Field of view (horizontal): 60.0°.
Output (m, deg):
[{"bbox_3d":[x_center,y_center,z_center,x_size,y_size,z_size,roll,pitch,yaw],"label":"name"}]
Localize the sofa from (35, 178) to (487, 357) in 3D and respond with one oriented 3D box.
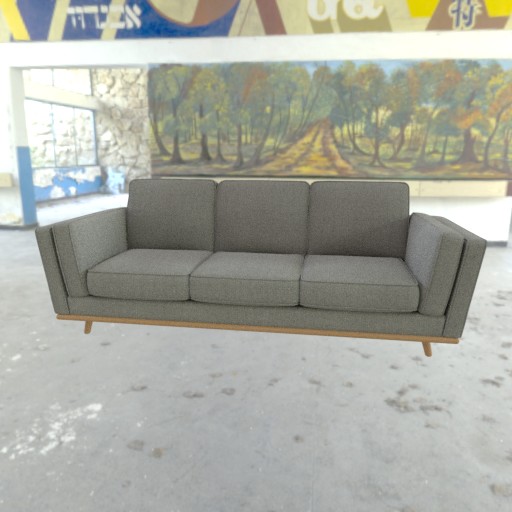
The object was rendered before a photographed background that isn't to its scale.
[{"bbox_3d":[0.000,0.000,2.733,2.362,0.899,0.903,2,13,9],"label":"sofa"}]
